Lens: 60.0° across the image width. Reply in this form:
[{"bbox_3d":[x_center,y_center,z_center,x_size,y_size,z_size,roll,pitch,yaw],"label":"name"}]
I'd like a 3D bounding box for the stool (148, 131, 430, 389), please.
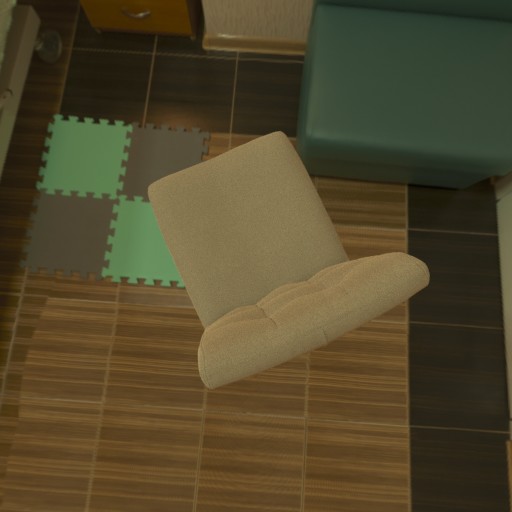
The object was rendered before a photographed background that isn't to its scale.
[{"bbox_3d":[0.000,0.000,1.202,0.427,0.885,0.571,-24,77,-6],"label":"stool"}]
